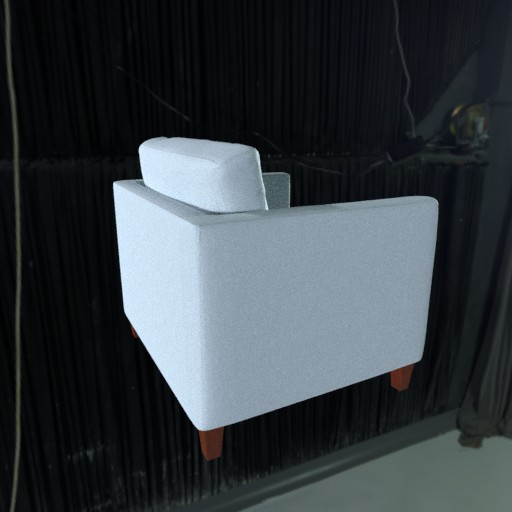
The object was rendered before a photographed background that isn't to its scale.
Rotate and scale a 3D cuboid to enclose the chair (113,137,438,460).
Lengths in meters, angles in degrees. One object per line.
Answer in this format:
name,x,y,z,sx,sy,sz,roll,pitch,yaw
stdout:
chair,0.000,0.000,1.864,0.953,0.961,1.107,-8,18,-27
